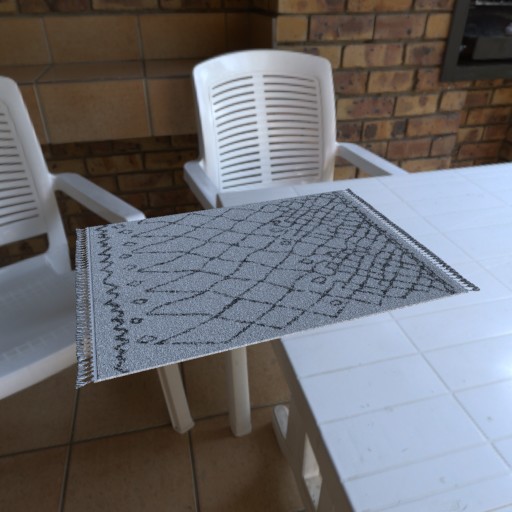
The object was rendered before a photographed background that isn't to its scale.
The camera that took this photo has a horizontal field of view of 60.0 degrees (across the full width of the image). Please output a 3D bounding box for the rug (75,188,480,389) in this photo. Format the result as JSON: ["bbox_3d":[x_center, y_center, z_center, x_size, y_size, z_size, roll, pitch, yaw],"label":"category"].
[{"bbox_3d":[0.000,0.000,3.004,2.312,0.017,1.613,-10,34,-16],"label":"rug"}]
